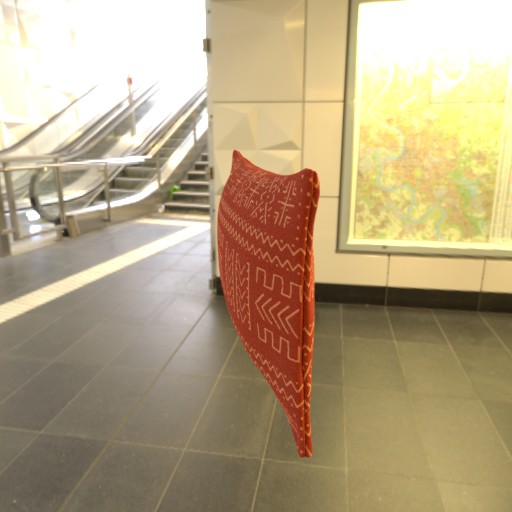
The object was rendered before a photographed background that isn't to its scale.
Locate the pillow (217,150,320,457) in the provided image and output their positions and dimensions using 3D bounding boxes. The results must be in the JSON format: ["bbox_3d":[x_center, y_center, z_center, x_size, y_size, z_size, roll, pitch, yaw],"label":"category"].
[{"bbox_3d":[0.000,0.000,0.796,0.130,0.352,0.640,-3,16,-9],"label":"pillow"}]
